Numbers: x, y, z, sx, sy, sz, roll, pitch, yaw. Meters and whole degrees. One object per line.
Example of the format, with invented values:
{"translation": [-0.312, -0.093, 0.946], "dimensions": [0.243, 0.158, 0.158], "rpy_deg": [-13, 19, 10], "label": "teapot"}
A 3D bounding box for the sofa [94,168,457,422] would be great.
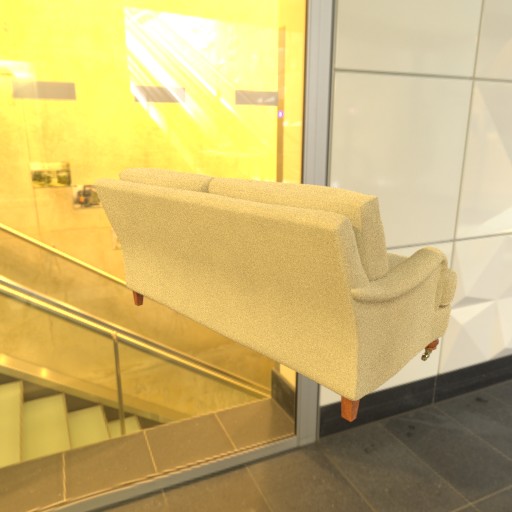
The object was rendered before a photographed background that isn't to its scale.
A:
{"translation": [0.000, 0.000, 2.691], "dimensions": [1.091, 0.997, 2.070], "rpy_deg": [-14, 21, -41], "label": "sofa"}
